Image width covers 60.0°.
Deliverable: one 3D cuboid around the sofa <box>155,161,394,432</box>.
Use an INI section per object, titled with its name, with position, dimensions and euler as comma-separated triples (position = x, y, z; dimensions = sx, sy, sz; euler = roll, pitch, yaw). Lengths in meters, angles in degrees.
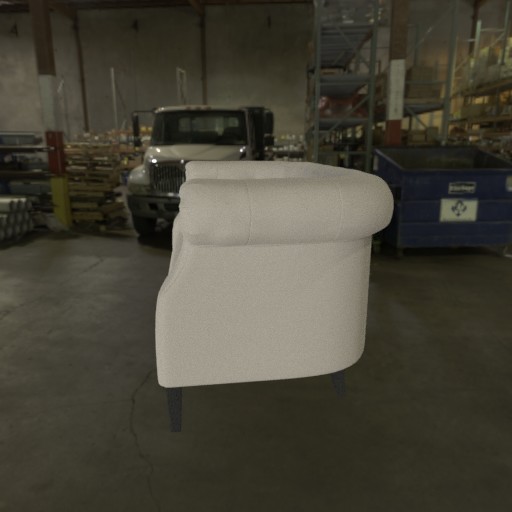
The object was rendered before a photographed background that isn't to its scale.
[sofa]
position = 0.000, 0.000, 2.068
dimensions = 0.835, 0.827, 1.558
euler = -2, 14, -8
